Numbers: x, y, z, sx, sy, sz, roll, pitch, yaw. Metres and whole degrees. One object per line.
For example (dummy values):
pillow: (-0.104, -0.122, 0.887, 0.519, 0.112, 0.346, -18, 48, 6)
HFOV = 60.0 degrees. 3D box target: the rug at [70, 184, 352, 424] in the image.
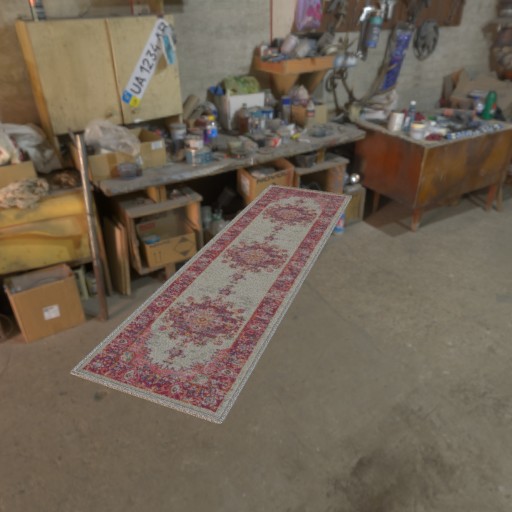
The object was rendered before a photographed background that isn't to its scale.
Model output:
rug: (0.000, 0.000, 2.565, 0.666, 0.011, 2.294, 11, 31, 19)
